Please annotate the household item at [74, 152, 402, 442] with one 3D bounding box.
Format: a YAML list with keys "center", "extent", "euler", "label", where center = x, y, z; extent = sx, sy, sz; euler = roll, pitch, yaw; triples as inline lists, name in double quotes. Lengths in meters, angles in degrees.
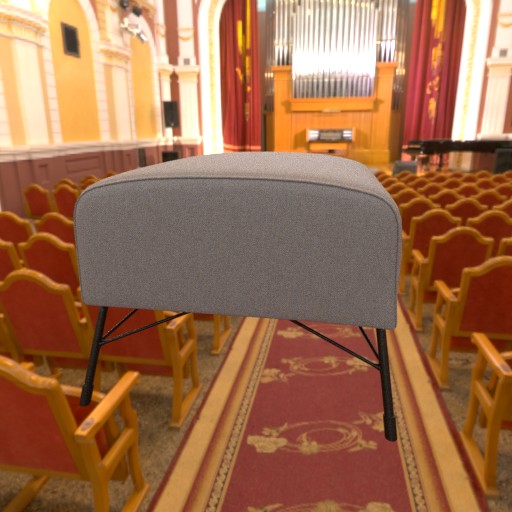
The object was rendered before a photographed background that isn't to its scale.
- center: [0.000, 0.000, 0.909]
  extent: [0.530, 0.410, 0.530]
  euler: [3, 16, 10]
  label: "household item"
